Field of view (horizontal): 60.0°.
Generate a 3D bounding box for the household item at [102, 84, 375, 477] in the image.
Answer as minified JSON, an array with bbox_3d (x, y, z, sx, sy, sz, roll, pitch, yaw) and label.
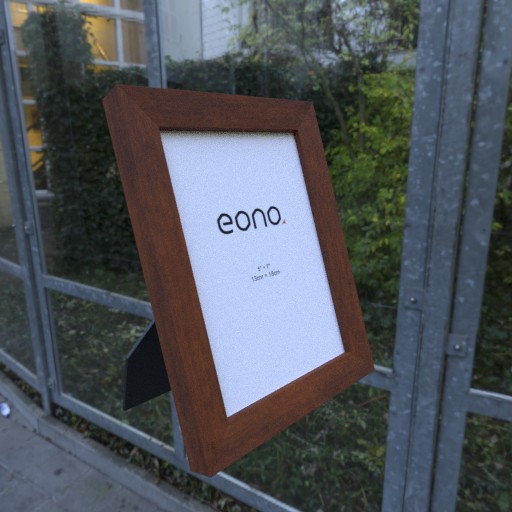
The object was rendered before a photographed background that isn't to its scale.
[{"bbox_3d":[0.000,0.000,0.293,0.160,0.204,0.096,-14,20,-42],"label":"household item"}]
